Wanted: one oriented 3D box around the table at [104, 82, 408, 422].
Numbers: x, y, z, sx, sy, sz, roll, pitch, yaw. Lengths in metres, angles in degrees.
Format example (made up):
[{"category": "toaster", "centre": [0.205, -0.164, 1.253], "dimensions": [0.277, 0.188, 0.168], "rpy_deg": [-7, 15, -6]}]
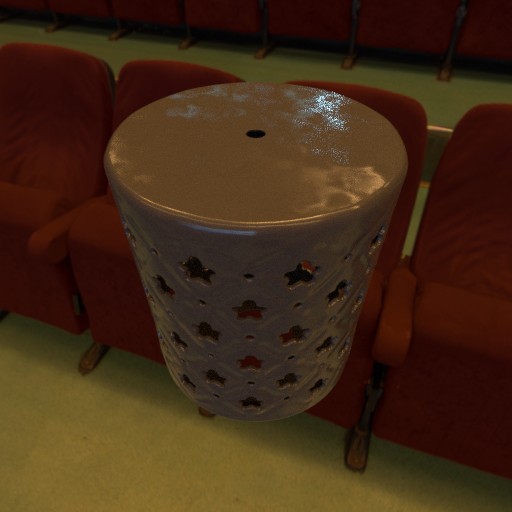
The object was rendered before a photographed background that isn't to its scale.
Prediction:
[{"category": "table", "centre": [0.000, 0.000, 0.648], "dimensions": [0.352, 0.387, 0.352], "rpy_deg": [0, 42, 0]}]
